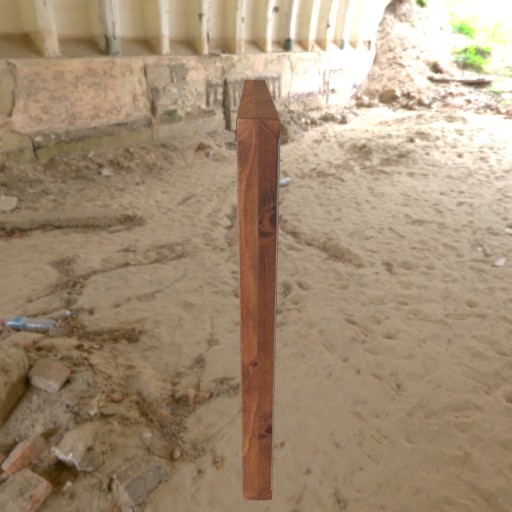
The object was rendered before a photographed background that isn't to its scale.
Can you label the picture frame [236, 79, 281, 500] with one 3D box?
[{"bbox_3d":[0.000,0.000,0.510,0.028,0.356,0.352,0,25,0],"label":"picture frame"}]
